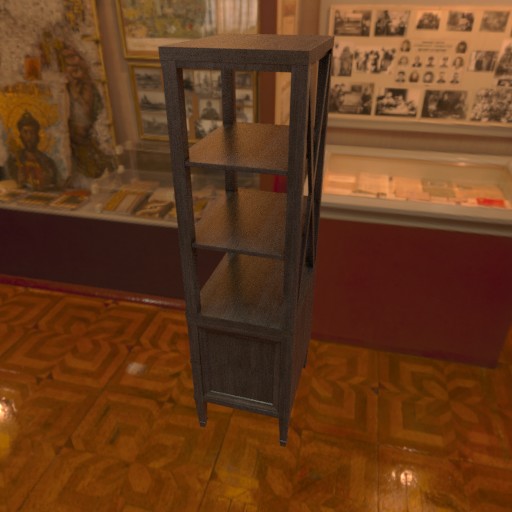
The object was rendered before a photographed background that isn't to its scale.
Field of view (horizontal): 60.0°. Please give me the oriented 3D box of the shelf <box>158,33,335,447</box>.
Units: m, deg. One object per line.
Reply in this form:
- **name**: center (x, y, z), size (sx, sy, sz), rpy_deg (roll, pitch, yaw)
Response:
- **shelf**: center (0.000, 0.000, 1.969), size (0.472, 1.727, 0.584), rpy_deg (8, 31, 13)
